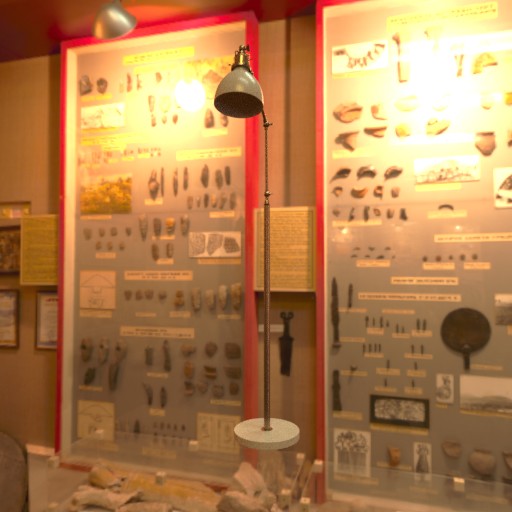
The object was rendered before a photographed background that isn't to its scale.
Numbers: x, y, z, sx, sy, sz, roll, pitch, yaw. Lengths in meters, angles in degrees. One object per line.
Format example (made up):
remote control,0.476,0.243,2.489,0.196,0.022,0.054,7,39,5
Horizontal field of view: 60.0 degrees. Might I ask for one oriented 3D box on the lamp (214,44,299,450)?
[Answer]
lamp,0.000,0.000,1.820,0.288,1.586,0.599,0,-1,18
